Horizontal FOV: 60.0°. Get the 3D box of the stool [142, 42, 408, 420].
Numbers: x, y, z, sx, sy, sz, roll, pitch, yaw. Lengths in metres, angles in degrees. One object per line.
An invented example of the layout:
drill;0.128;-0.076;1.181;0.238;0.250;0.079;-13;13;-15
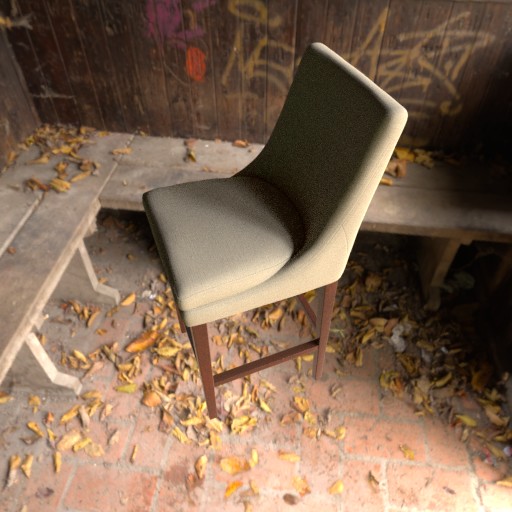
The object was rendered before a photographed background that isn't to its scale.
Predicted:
stool;0.000;0.000;1.377;0.577;1.078;0.470;-16;48;-15
